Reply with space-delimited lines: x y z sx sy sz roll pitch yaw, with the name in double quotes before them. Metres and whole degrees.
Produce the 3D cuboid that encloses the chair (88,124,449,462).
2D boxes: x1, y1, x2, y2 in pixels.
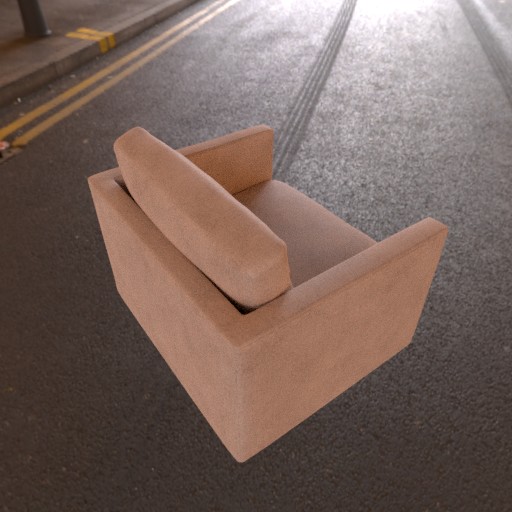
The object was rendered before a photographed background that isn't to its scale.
"chair" 0.000 0.000 1.869 0.959 0.961 1.133 -25 46 -27
